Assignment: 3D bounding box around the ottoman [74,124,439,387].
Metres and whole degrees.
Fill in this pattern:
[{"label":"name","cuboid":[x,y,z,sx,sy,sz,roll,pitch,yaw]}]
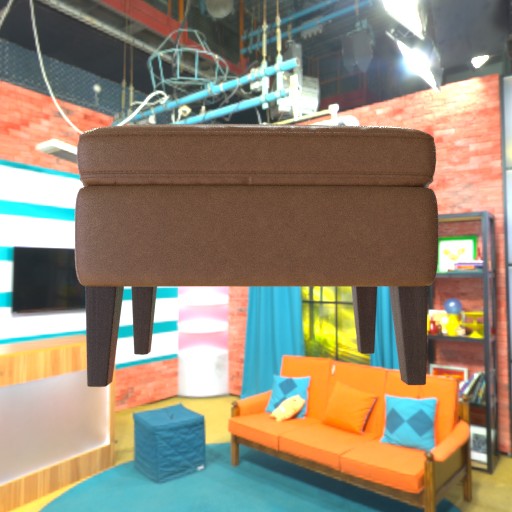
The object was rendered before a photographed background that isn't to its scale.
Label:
[{"label":"ottoman","cuboid":[0.000,0.000,0.964,0.670,0.480,0.420,0,-3,-1]}]
